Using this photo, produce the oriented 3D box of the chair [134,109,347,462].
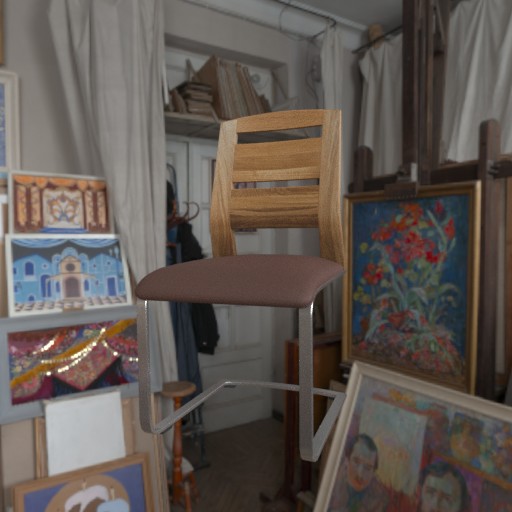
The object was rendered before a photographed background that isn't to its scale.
[{"bbox_3d":[0.000,0.000,1.298,0.460,0.970,0.570,1,2,20],"label":"chair"}]
